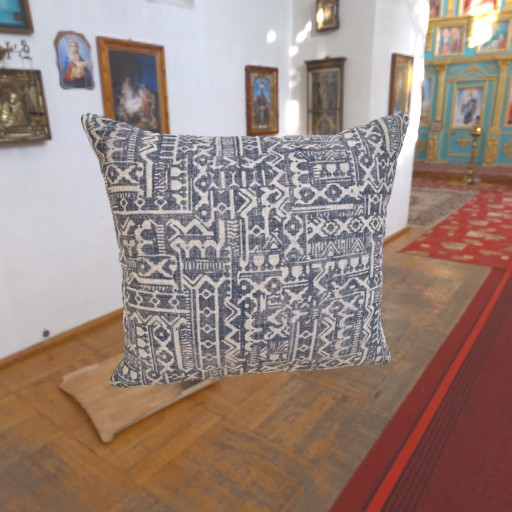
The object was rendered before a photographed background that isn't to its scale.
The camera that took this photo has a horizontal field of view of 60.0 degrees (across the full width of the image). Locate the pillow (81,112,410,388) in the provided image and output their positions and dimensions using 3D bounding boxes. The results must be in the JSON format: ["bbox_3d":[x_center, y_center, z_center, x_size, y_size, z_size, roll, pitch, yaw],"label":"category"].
[{"bbox_3d":[0.000,0.000,0.788,0.546,0.487,0.180,-2,17,-8],"label":"pillow"}]
